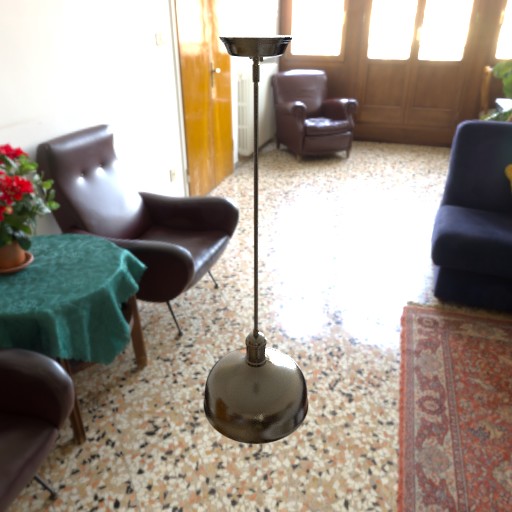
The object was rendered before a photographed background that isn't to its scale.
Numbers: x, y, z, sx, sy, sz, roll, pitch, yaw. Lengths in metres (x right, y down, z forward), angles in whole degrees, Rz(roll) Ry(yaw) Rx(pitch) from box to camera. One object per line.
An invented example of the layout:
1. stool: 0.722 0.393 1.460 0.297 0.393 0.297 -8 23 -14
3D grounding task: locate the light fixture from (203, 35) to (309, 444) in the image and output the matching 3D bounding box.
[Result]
1. light fixture: 0.000 0.000 1.053 0.299 0.935 0.299 -9 29 -16
